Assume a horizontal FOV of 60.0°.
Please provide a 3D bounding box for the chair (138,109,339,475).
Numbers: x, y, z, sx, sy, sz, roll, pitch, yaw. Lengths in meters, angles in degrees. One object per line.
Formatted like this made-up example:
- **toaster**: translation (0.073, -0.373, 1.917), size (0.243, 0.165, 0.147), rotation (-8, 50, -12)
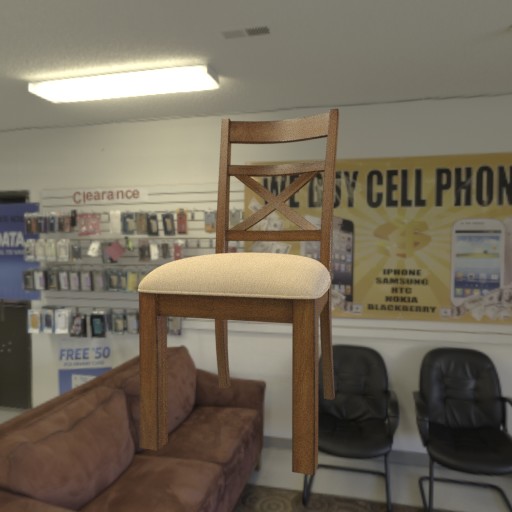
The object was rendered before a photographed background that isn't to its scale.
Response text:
- **chair**: translation (0.000, 0.000, 1.289), size (0.461, 0.949, 0.581), rotation (1, 2, 17)
